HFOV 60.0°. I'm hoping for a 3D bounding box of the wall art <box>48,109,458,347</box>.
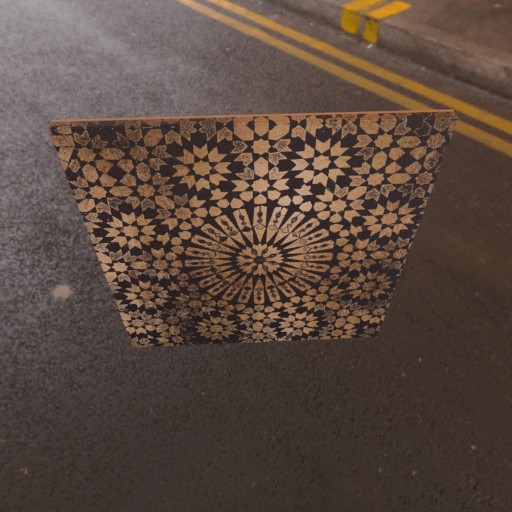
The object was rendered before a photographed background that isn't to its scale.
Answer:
[{"bbox_3d":[0.000,0.000,1.330,0.914,0.914,0.038,-2,48,-2],"label":"wall art"}]
